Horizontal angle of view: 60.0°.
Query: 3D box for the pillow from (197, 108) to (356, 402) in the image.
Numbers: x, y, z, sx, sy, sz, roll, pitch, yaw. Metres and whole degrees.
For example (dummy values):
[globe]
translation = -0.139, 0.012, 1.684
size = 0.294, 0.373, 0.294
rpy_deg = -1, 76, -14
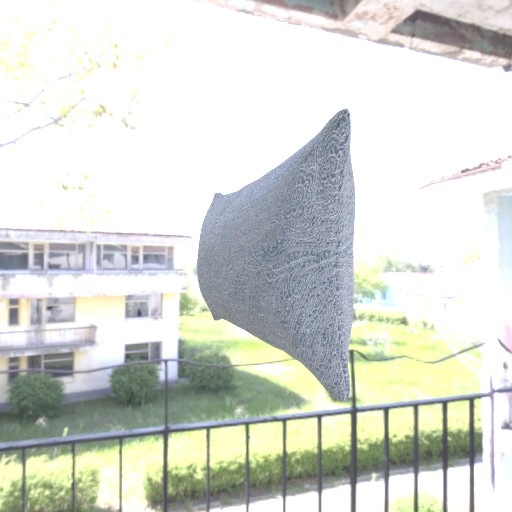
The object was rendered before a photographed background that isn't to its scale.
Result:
[pillow]
translation = 0.000, 0.000, 0.732
size = 0.151, 0.295, 0.615
rpy_deg = 0, 0, -17
